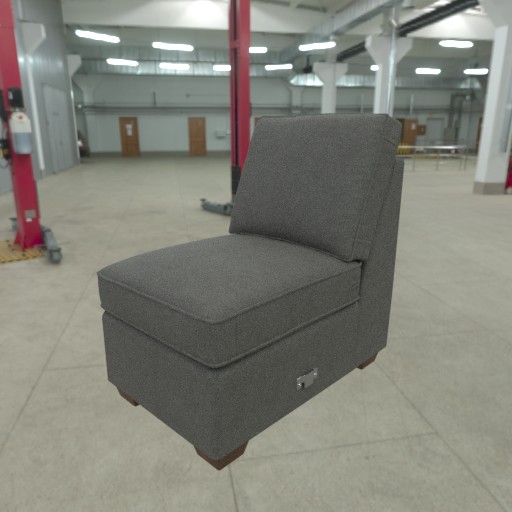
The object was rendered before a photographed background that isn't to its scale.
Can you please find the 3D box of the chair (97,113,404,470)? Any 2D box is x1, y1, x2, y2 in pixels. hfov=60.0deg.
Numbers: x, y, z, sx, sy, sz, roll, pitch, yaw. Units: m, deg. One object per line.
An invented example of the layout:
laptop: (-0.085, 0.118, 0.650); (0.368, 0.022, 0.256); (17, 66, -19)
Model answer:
chair: (0.000, 0.000, 1.561); (0.621, 0.970, 0.938); (15, 22, 42)
